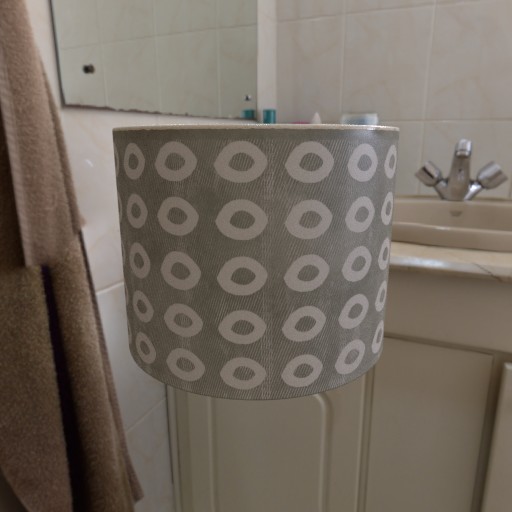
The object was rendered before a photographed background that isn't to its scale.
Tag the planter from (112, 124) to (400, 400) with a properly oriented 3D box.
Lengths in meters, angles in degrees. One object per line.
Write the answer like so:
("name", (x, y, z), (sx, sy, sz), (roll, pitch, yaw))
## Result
("planter", (0.000, 0.000, 0.329), (0.190, 0.181, 0.190), (0, 15, 0))
